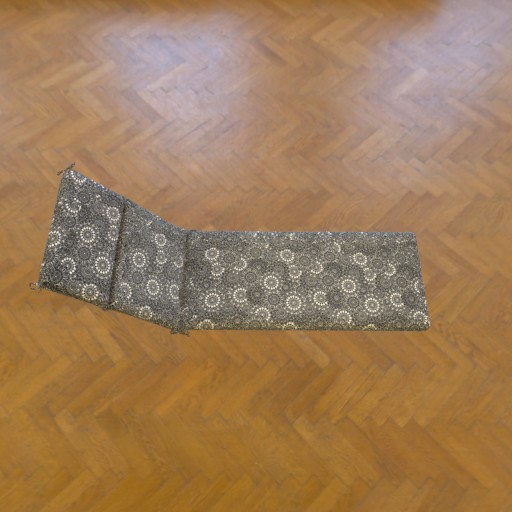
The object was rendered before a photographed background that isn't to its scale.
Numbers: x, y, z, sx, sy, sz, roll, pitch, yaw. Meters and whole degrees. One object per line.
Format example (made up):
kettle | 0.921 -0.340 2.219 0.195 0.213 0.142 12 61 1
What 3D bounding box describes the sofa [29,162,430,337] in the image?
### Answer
sofa | 0.000 0.000 1.980 1.663 0.622 0.582 0 65 0
